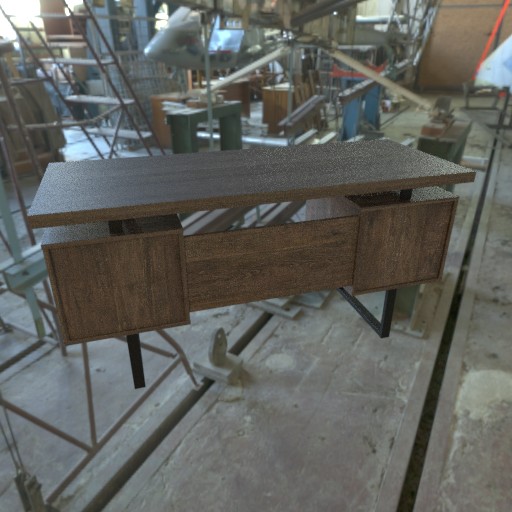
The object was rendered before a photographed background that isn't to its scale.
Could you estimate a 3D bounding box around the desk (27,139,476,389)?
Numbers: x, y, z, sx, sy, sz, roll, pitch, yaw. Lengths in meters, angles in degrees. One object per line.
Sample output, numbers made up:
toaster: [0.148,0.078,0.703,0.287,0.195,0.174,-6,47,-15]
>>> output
desk: [0.000,0.000,1.865,1.524,0.760,0.600,-8,28,-15]
